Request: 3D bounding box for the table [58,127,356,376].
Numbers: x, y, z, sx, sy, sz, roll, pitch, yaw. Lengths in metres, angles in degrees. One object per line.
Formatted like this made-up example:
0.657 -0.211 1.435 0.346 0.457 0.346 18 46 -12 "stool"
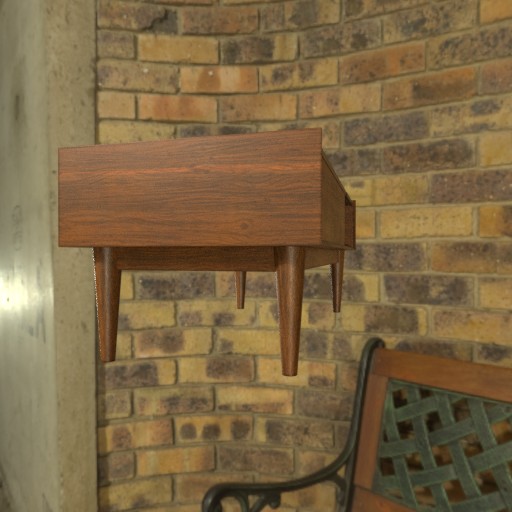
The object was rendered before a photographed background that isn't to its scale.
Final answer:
0.000 0.000 1.534 0.610 0.508 1.221 0 0 16 "table"
